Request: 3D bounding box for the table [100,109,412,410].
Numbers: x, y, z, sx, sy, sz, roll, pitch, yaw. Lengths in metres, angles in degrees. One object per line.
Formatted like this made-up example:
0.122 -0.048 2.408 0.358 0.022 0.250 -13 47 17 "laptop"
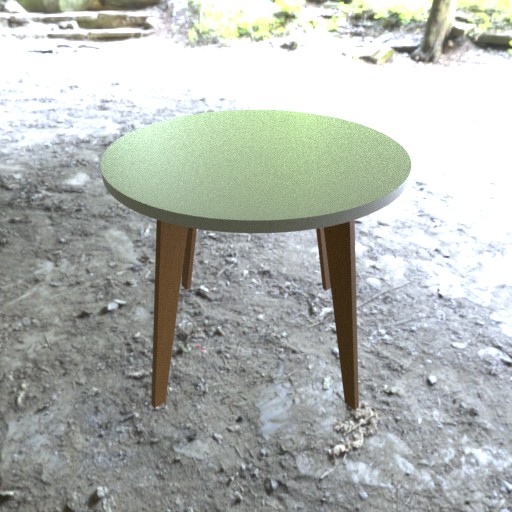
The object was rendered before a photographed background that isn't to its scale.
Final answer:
0.000 0.000 1.534 0.896 0.762 0.896 0 33 0 "table"
